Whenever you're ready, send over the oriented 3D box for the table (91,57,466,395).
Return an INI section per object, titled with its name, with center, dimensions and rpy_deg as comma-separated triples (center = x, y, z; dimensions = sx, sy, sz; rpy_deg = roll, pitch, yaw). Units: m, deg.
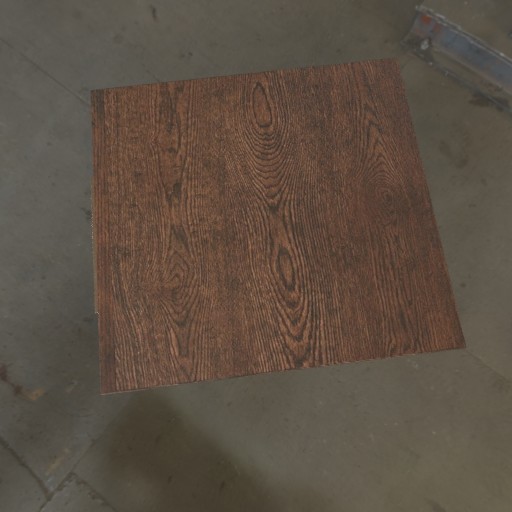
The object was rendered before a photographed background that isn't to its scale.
[table]
center = 0.000, 0.000, 0.989
dimensions = 0.566, 0.582, 0.506
rpy_deg = -7, 75, -2
